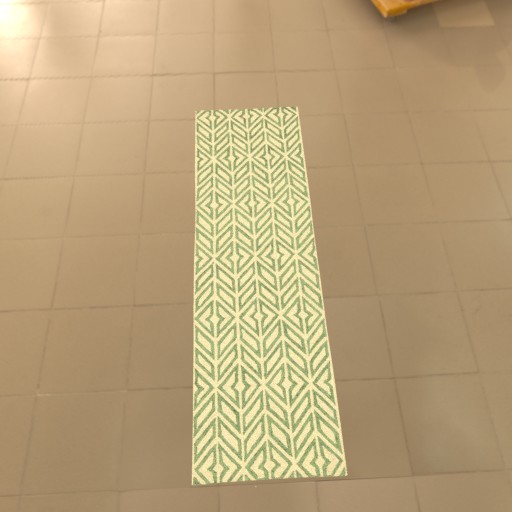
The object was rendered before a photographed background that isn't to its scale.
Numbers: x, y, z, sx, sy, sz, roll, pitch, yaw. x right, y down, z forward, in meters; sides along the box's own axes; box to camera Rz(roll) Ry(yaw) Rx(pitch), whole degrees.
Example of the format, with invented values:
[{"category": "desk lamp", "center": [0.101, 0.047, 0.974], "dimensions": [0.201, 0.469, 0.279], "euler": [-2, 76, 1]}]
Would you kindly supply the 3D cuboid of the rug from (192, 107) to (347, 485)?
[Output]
[{"category": "rug", "center": [0.000, 0.000, 2.689], "dimensions": [0.750, 0.009, 2.435], "euler": [-3, 63, -1]}]
